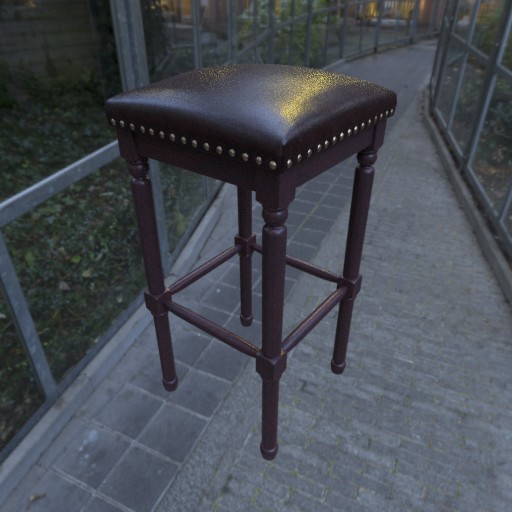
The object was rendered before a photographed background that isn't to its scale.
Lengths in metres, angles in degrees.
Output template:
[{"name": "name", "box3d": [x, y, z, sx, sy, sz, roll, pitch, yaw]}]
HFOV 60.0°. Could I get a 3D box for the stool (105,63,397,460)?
[{"name": "stool", "box3d": [0.000, 0.000, 0.972, 0.383, 0.768, 0.382, 22, 39, 31]}]
